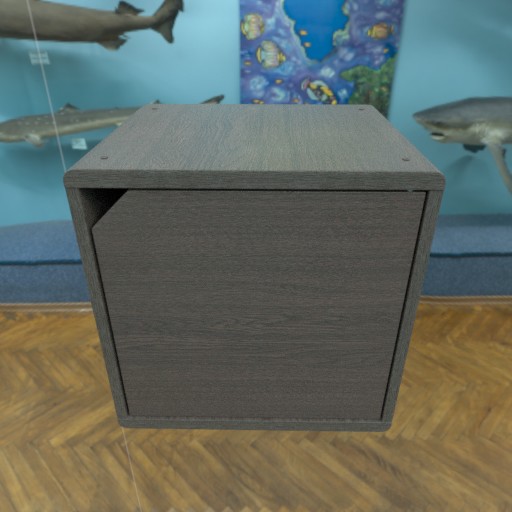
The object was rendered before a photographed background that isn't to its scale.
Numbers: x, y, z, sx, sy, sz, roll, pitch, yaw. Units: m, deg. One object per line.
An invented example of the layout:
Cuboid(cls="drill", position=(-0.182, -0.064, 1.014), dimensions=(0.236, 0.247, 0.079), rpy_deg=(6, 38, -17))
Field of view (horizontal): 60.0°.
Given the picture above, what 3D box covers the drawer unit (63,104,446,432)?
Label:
Cuboid(cls="drawer unit", position=(0.000, 0.000, 0.602), dimensions=(0.344, 0.344, 0.290), rpy_deg=(0, 30, 1))
